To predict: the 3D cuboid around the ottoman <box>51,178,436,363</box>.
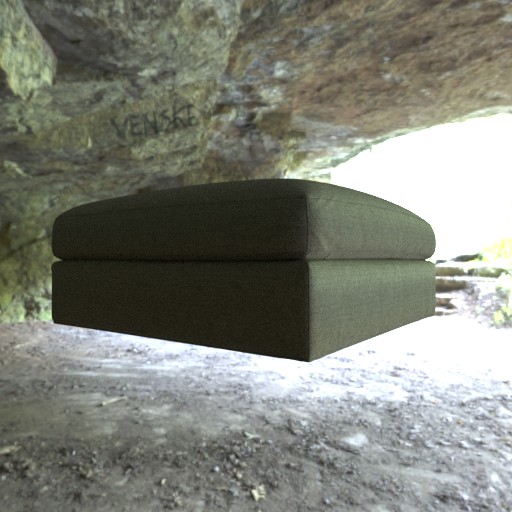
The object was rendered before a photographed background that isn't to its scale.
[{"bbox_3d":[0.000,0.000,1.642,1.041,0.470,1.041,0,-1,36],"label":"ottoman"}]
